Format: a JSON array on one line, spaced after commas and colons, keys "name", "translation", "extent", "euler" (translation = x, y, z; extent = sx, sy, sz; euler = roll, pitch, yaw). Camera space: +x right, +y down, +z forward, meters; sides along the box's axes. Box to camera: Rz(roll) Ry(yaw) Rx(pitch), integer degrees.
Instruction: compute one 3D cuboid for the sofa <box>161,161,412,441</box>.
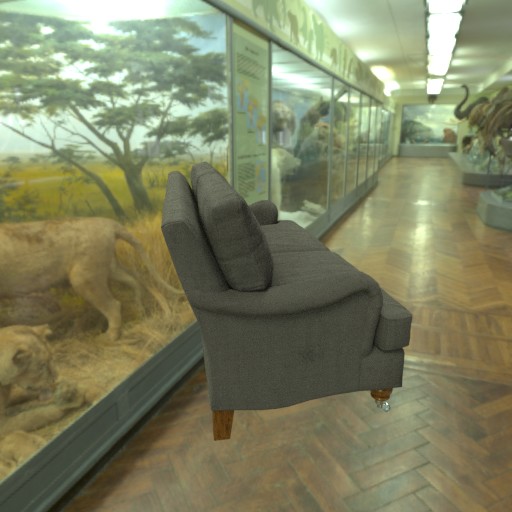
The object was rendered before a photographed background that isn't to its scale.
[{"name": "sofa", "translation": [0.000, 0.000, 2.839], "extent": [1.086, 1.087, 2.165], "euler": [-3, 16, -10]}]
